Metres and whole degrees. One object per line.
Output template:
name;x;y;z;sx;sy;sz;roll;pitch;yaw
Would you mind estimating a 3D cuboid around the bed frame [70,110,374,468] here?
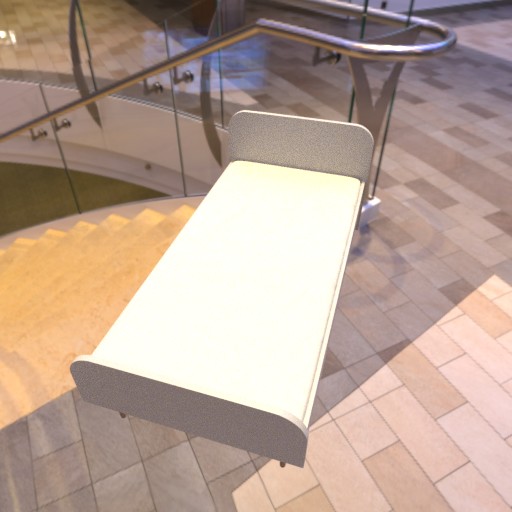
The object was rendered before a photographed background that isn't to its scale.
bed frame;0.000;0.000;2.457;0.998;0.805;1.963;11;42;13
